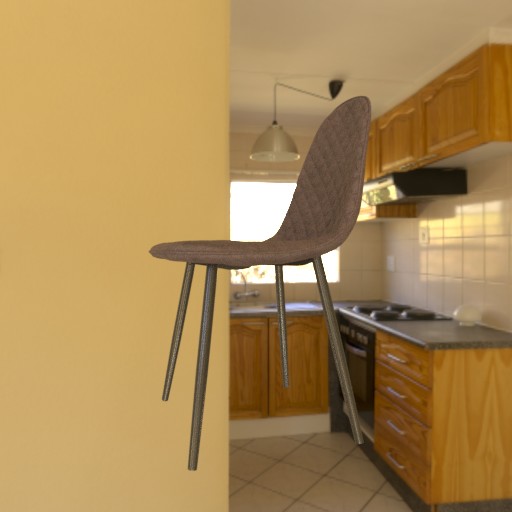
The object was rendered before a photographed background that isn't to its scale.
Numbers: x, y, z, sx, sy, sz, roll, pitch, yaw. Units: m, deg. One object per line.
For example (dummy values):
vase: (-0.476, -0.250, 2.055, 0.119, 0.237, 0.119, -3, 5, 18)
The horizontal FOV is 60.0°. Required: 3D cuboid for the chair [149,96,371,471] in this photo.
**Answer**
chair: (0.000, 0.000, 1.205, 0.561, 0.889, 0.472, 0, 1, -19)
